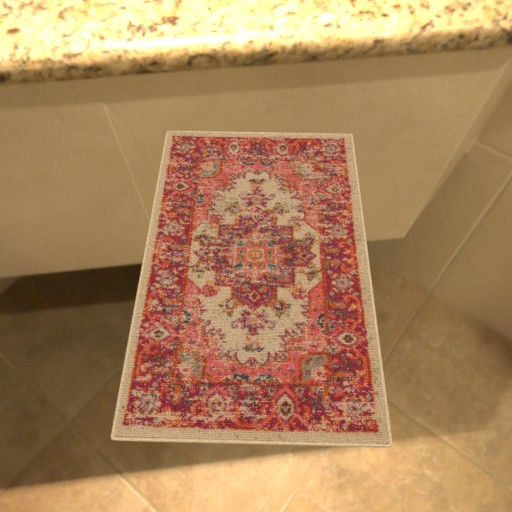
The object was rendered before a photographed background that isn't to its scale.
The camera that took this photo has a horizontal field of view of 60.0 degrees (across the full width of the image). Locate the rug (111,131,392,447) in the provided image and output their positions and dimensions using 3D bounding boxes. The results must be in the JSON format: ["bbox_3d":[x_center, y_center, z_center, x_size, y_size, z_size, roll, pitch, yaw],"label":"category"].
[{"bbox_3d":[0.000,0.000,1.098,0.556,0.004,0.868,1,58,1],"label":"rug"}]
